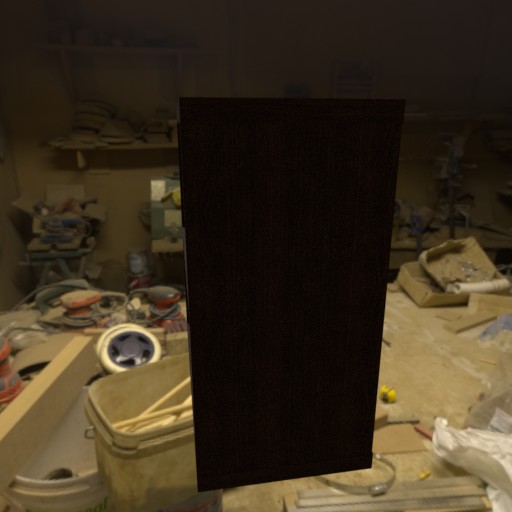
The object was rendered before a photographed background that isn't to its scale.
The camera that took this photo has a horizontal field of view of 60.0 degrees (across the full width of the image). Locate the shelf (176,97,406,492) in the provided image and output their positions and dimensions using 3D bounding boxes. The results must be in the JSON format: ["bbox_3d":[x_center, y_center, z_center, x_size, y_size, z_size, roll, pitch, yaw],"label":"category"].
[{"bbox_3d":[0.000,0.000,1.225,0.390,0.786,0.790,-3,17,-10],"label":"shelf"}]
